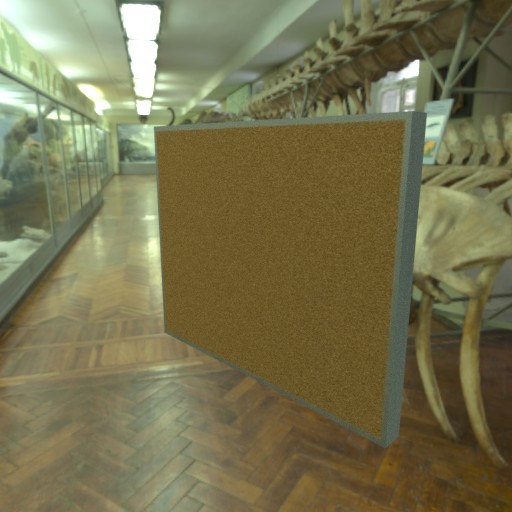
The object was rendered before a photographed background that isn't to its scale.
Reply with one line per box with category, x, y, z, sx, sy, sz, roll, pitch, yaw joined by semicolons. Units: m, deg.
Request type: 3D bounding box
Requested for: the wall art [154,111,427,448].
wall art;0.000;0.000;0.773;0.037;0.450;0.557;-13;19;-43
